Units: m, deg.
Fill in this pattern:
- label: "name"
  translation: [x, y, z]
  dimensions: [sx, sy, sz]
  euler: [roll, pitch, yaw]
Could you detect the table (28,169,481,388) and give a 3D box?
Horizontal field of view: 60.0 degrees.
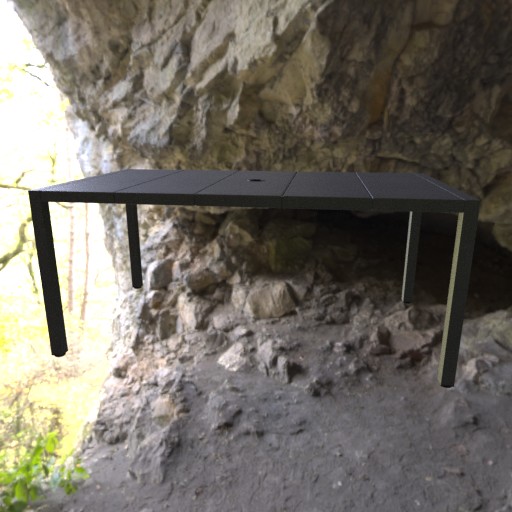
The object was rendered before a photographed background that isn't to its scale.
- label: "table"
  translation: [0.000, 0.000, 2.158]
  dimensions: [1.680, 0.735, 0.914]
  euler: [2, 16, 8]
